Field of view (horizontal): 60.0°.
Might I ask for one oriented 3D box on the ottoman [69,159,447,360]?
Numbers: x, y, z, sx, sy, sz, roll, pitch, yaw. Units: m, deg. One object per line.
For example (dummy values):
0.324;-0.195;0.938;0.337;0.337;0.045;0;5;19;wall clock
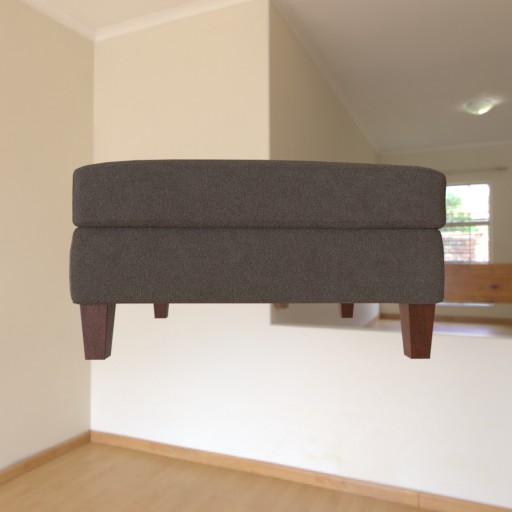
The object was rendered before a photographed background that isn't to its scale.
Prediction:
0.000;0.000;1.408;0.861;0.482;0.881;0;-1;-1;ottoman
